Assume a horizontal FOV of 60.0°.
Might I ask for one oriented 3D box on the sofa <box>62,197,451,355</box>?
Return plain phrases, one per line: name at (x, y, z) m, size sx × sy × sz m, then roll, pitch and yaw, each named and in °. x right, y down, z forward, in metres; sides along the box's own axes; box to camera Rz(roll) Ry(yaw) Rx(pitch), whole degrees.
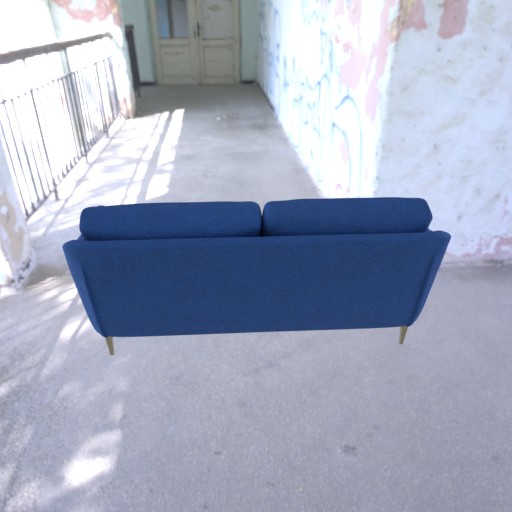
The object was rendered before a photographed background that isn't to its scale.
sofa at (0.000, 0.000, 2.622) m, size 2.036 × 0.903 × 0.960 m, roll -2°, pitch 30°, yaw -3°
